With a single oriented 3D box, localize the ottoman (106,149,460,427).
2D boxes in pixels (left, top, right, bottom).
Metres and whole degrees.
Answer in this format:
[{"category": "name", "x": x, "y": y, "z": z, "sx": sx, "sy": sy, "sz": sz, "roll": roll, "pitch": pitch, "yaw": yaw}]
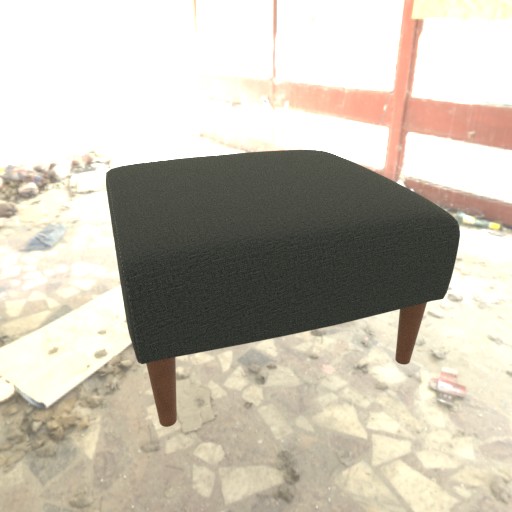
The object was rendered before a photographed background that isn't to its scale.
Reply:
[{"category": "ottoman", "x": 0.000, "y": 0.000, "z": 1.094, "sx": 0.650, "sy": 0.398, "sz": 0.649, "roll": -9, "pitch": 28, "yaw": -17}]
